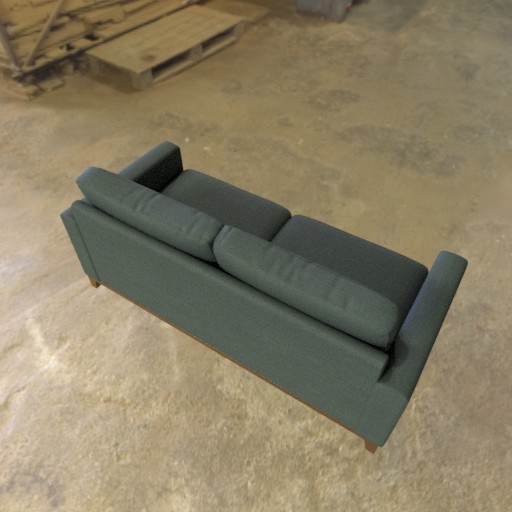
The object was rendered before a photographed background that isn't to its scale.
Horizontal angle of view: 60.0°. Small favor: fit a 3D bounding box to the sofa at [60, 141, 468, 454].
[{"bbox_3d":[0.000,0.000,2.340,1.900,0.865,0.877,25,52,22],"label":"sofa"}]
